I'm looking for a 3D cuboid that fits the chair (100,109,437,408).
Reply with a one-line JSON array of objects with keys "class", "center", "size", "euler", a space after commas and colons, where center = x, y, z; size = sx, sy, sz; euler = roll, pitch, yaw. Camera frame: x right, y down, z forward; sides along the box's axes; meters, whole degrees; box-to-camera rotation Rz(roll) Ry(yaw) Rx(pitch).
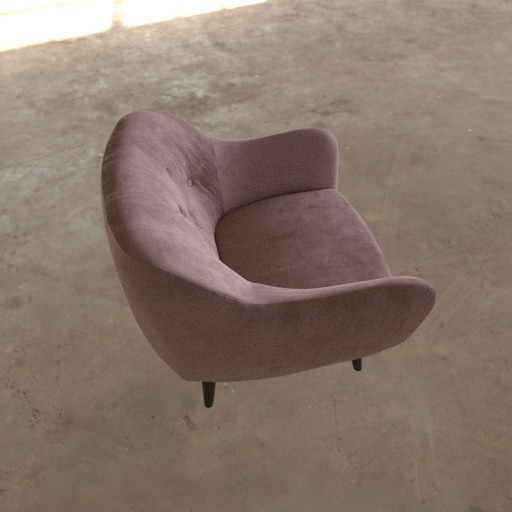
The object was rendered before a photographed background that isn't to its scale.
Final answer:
[{"class": "chair", "center": [0.000, 0.000, 1.474], "size": [0.820, 0.820, 0.840], "euler": [-9, 46, -9]}]
